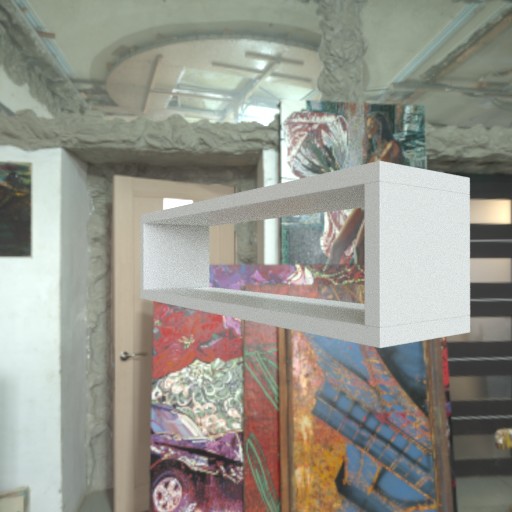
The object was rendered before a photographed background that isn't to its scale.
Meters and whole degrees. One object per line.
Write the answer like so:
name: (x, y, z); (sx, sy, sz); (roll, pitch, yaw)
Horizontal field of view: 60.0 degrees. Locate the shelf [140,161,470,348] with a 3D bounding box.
shelf: (0.000, 0.000, 0.695); (0.150, 0.170, 0.610); (0, 0, -35)
